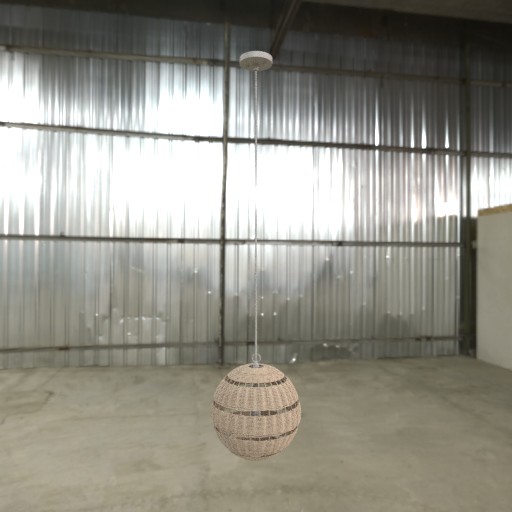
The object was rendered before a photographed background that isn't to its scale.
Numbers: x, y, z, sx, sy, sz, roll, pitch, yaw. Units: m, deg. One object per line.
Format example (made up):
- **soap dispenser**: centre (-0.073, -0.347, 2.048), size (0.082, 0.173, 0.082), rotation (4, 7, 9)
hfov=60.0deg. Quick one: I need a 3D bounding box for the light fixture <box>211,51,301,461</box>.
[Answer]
- **light fixture**: centre (0.000, 0.000, 2.261), size (0.457, 2.019, 0.457), rotation (0, 0, 19)
